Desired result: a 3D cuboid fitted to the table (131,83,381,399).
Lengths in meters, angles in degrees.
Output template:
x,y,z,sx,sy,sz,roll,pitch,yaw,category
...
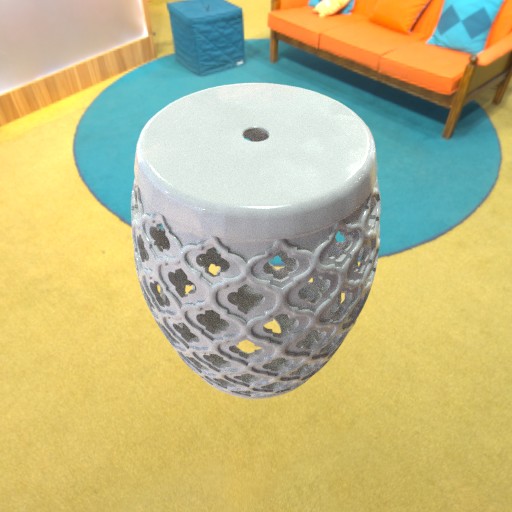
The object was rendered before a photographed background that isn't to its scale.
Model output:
x,y,z,sx,sy,sz,roll,pitch,yaw,category
0.000,0.000,0.626,0.325,0.388,0.325,0,46,0,table
